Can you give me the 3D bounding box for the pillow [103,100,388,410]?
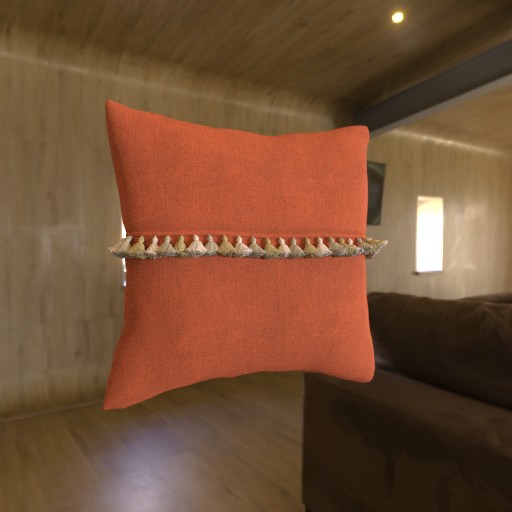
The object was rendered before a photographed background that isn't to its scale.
[{"bbox_3d":[0.000,0.000,0.746,0.490,0.482,0.165,0,1,-19],"label":"pillow"}]
